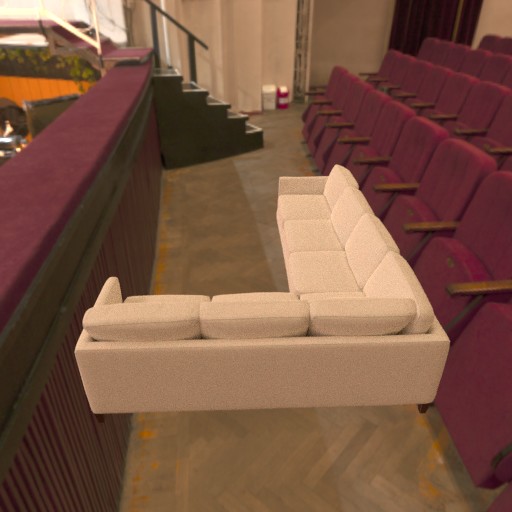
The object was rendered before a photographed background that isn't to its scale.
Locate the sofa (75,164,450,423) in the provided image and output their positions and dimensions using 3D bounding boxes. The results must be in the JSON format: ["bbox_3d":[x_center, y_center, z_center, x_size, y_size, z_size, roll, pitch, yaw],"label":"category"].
[{"bbox_3d":[0.000,0.000,4.501,2.593,0.947,3.302,-1,30,-2],"label":"sofa"}]
